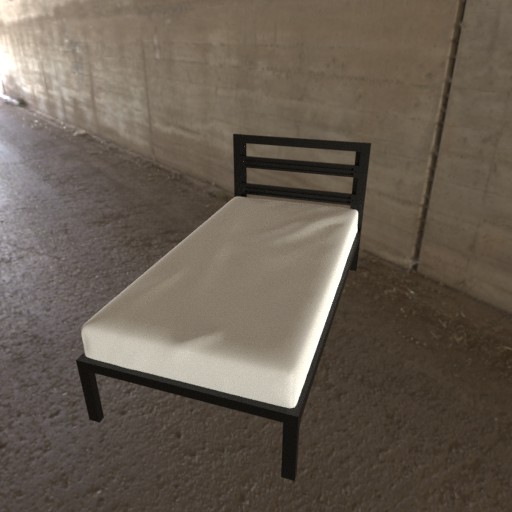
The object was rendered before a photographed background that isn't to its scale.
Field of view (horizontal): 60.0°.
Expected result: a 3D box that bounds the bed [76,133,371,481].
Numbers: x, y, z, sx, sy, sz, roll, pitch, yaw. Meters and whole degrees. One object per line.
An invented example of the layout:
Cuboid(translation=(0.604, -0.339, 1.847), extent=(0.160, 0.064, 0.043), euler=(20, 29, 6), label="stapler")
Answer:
Cuboid(translation=(0.000, 0.000, 2.539), extent=(0.991, 0.967, 1.930), euler=(9, 28, 17), label="bed")
